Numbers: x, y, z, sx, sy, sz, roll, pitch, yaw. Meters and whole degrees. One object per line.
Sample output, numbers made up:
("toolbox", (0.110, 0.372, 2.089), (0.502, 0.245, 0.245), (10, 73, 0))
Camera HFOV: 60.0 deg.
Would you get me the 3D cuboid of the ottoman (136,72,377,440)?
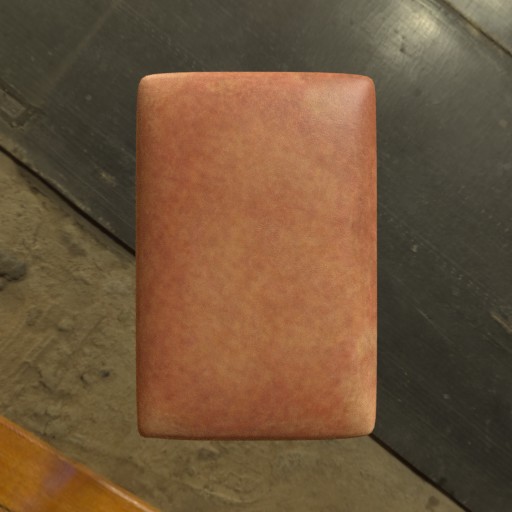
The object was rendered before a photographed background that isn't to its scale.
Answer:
("ottoman", (0.000, 0.000, 1.186), (0.565, 0.507, 0.852), (0, 90, 0))
